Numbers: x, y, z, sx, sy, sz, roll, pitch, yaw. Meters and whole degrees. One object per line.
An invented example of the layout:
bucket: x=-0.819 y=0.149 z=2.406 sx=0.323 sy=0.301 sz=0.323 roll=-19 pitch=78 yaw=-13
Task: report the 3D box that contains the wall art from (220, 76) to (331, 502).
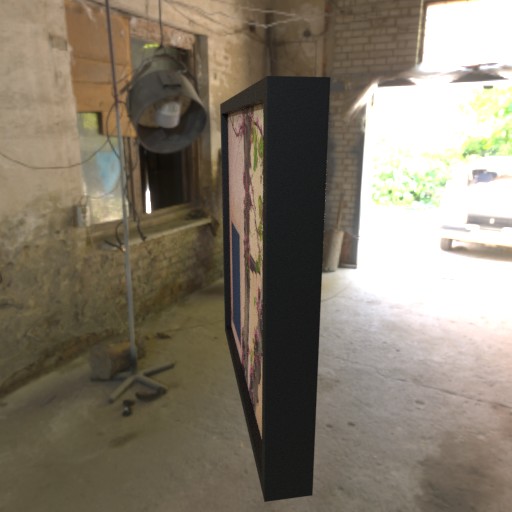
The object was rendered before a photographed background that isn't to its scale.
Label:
wall art: x=0.000 y=0.000 z=0.444 sx=0.038 sy=0.304 sz=0.305 roll=-3 pitch=16 yaw=-9
